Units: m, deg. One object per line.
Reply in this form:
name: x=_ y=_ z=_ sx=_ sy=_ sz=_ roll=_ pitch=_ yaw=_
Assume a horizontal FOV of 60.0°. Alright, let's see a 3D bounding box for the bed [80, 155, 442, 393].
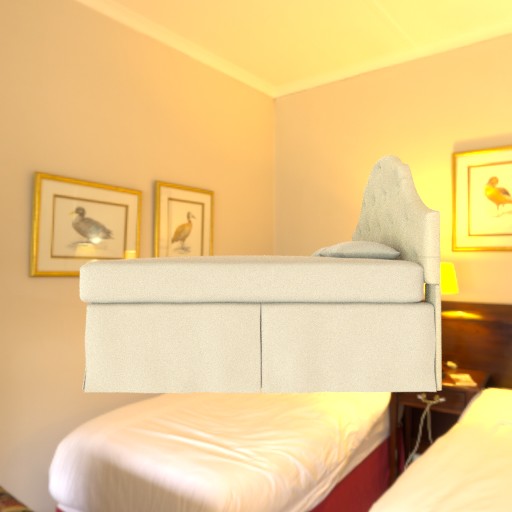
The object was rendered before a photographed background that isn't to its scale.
bed: x=0.000 y=0.000 z=3.470 sx=2.086 sy=1.555 sz=2.012 roll=0 pitch=-1 yaw=0
